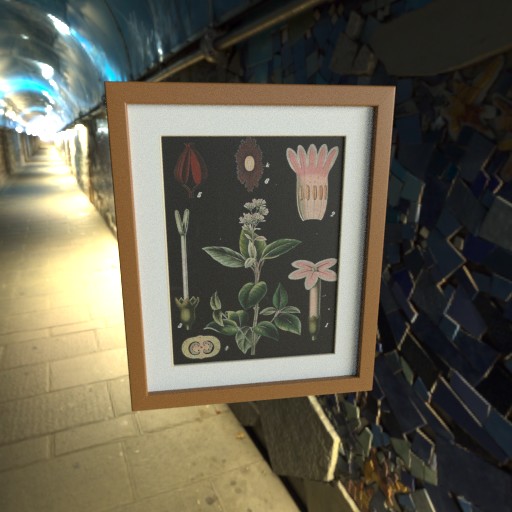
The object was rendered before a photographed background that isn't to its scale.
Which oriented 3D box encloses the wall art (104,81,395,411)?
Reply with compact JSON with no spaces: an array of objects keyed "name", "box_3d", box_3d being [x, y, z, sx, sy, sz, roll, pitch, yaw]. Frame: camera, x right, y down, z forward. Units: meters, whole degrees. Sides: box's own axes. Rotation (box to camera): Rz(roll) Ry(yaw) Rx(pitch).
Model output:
[{"name":"wall art","box_3d":[0.000,0.000,0.756,0.449,0.550,0.021,-2,15,-8]}]
